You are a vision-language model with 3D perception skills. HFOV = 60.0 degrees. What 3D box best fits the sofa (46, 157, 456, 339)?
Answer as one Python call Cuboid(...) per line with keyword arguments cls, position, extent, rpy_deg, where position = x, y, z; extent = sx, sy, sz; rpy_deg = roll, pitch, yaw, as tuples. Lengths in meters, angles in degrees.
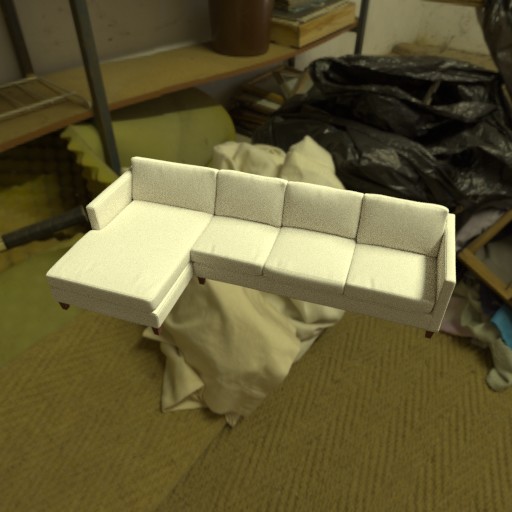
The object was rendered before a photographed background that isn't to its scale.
Cuboid(cls="sofa", position=(0.000, 0.000, 3.860), extent=(3.186, 0.846, 1.625), rpy_deg=(12, 41, 14))
